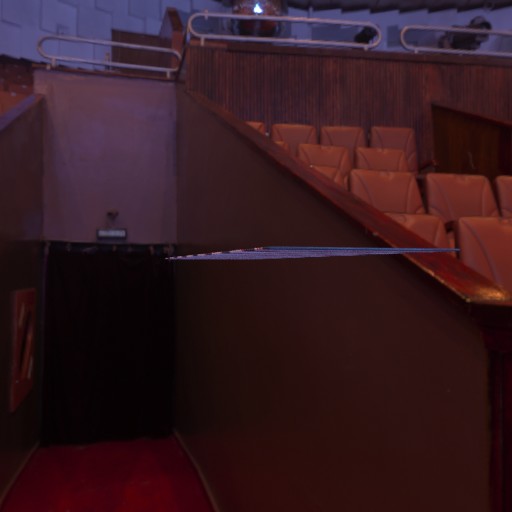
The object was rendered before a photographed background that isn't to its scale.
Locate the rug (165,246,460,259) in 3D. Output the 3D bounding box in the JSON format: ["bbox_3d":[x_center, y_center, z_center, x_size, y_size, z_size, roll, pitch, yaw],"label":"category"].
[{"bbox_3d":[0.000,0.000,2.672,0.760,0.009,2.440,0,-1,-19],"label":"rug"}]
